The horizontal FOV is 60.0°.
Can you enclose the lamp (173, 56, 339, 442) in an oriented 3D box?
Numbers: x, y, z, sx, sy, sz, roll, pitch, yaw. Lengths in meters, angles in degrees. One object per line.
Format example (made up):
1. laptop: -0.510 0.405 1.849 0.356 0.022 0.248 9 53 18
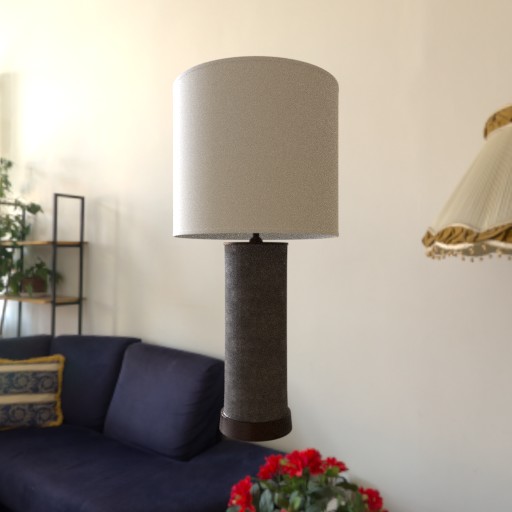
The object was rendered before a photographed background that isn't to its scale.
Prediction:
1. lamp: 0.000 0.000 0.817 0.301 0.630 0.301 0 0 0
